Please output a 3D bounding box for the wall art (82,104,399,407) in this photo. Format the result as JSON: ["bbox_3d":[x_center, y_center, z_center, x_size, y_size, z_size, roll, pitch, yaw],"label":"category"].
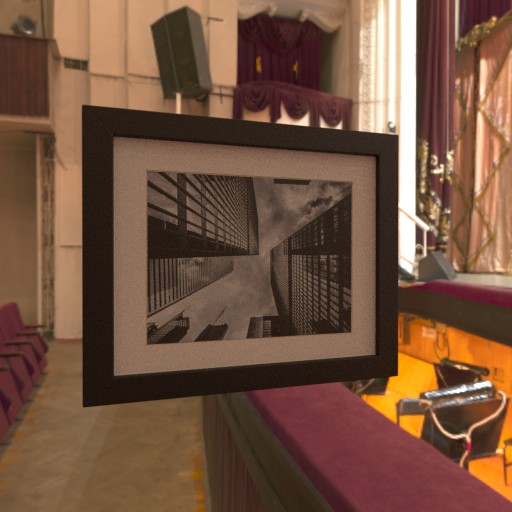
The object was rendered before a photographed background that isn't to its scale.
[{"bbox_3d":[0.000,0.000,0.763,0.558,0.457,0.031,0,0,-18],"label":"wall art"}]
